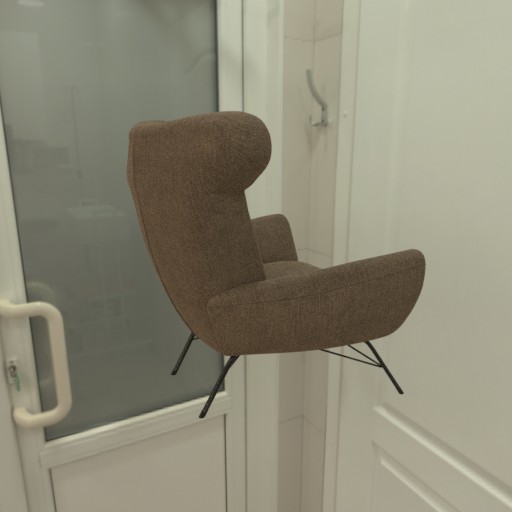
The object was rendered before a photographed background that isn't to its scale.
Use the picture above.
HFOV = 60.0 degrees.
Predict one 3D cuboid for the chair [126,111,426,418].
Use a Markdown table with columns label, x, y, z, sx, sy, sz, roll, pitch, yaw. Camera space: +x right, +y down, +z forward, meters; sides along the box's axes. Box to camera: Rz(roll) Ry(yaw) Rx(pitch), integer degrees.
| label | x | y | z | sx | sy | sz | roll | pitch | yaw |
| --- | --- | --- | --- | --- | --- | --- | --- | --- | --- |
| chair | 0.000 | 0.000 | 1.732 | 0.900 | 1.040 | 0.980 | -8 | 16 | -28 |
